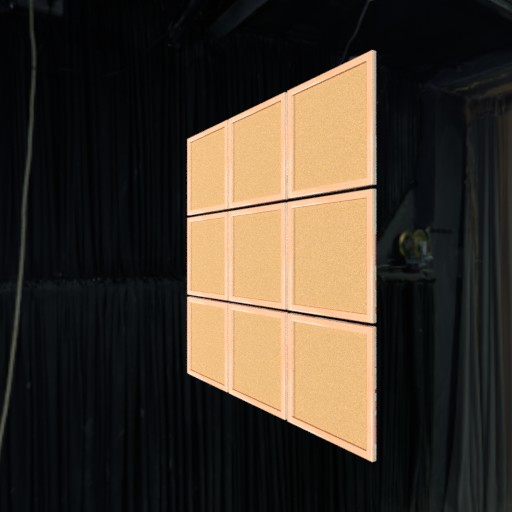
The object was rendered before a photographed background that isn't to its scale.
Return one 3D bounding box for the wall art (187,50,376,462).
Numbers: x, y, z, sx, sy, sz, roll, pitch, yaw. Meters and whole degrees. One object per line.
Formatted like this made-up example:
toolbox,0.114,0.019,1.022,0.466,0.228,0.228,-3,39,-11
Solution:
wall art,0.000,0.000,1.354,0.012,0.910,0.911,0,0,-35
